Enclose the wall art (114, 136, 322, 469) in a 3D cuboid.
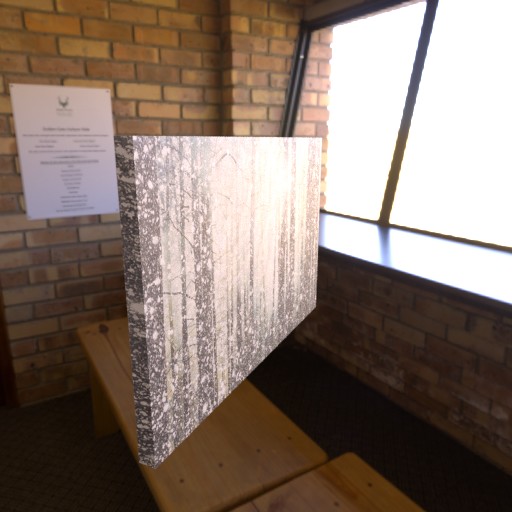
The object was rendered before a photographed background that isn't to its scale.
[{"bbox_3d":[0.000,0.000,1.154,0.038,0.598,0.919,7,16,25],"label":"wall art"}]
